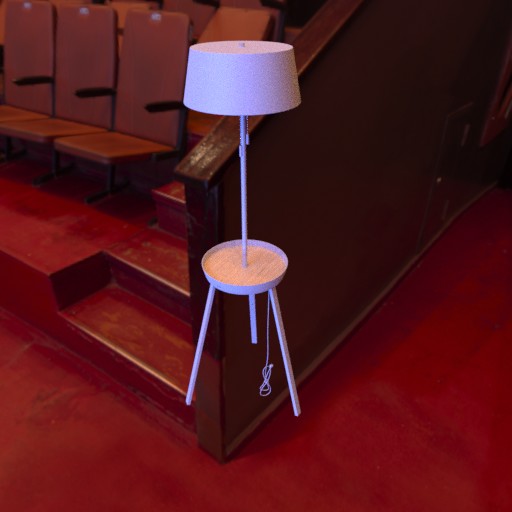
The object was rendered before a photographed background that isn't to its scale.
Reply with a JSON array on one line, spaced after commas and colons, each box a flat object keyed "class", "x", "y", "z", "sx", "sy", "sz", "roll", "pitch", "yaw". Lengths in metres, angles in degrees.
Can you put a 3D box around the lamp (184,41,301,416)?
[{"class": "lamp", "x": 0.000, "y": 0.000, "z": 1.647, "sx": 0.468, "sy": 1.429, "sz": 0.508, "roll": 21, "pitch": 38, "yaw": 31}]
